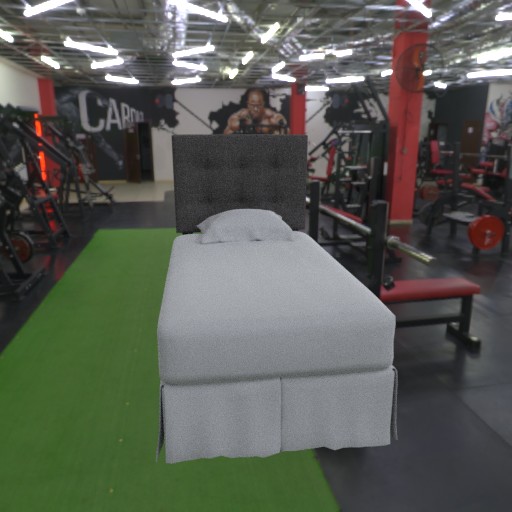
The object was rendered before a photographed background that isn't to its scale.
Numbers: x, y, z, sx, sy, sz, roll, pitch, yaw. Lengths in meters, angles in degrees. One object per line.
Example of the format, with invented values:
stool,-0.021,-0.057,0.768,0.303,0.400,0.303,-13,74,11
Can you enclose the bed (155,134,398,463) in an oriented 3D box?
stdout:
bed,0.000,0.000,2.979,1.261,1.571,1.997,-2,16,-7
